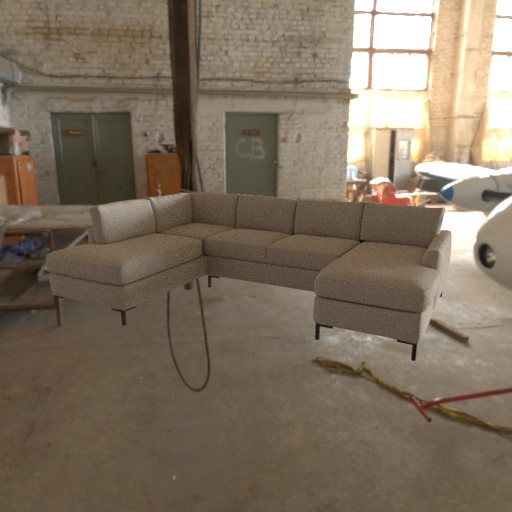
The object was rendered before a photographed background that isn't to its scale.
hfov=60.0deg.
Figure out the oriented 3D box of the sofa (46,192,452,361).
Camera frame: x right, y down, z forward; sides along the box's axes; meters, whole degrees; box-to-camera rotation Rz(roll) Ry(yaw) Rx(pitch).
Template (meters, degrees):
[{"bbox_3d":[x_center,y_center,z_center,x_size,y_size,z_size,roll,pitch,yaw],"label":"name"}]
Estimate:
[{"bbox_3d":[0.000,0.000,3.853,2.984,0.862,1.989,8,16,28],"label":"sofa"}]
